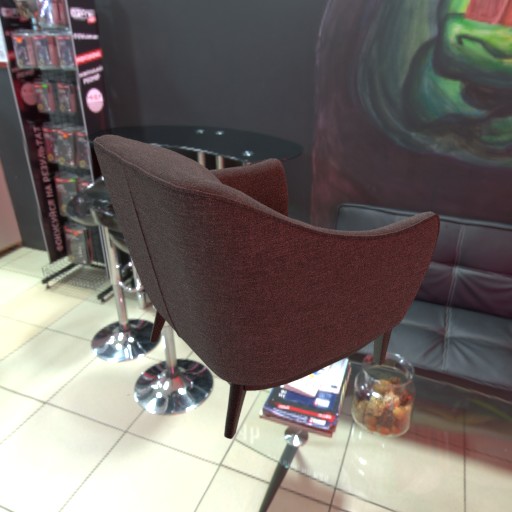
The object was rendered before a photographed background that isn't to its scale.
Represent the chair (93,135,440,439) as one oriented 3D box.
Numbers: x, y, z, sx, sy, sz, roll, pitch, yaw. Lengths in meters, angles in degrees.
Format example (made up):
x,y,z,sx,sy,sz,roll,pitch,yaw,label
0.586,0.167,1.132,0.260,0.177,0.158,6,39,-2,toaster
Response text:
x,y,z,sx,sy,sz,roll,pitch,yaw,label
0.000,0.000,1.551,0.851,0.829,0.870,-17,32,-31,chair
